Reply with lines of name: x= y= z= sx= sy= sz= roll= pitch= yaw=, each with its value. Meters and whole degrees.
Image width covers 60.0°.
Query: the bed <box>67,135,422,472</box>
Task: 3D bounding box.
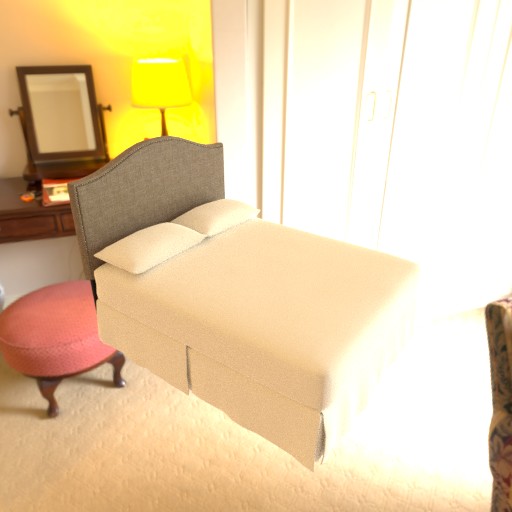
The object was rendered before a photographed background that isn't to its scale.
bed: x=0.000 y=0.000 z=3.354 sx=2.153 sy=1.518 sz=1.713 roll=18 pitch=32 yaw=32
